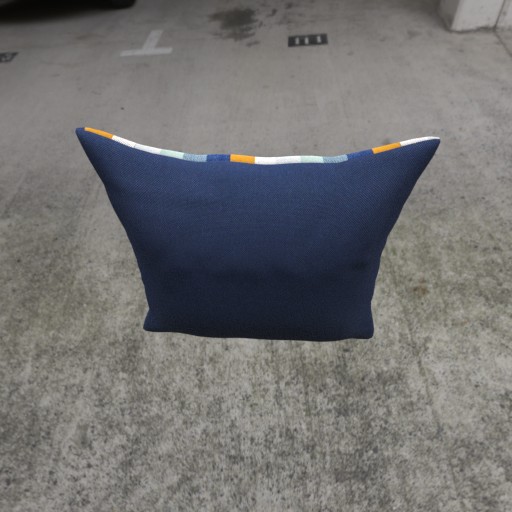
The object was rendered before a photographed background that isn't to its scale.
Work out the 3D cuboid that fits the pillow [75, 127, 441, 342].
[{"bbox_3d":[0.000,0.000,0.724,0.463,0.454,0.173,2,47,2],"label":"pillow"}]
